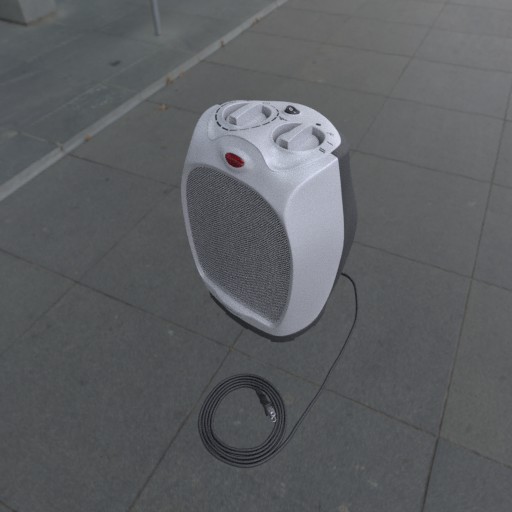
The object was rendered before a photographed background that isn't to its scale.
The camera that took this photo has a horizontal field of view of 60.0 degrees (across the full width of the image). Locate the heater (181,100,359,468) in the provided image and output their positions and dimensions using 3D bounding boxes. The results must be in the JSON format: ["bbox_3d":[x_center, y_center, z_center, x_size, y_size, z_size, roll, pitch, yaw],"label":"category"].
[{"bbox_3d":[0.000,0.000,0.461,0.239,0.255,0.291,32,54,28],"label":"heater"}]
